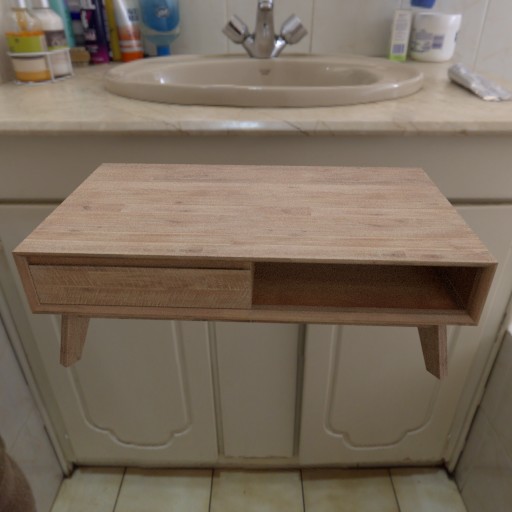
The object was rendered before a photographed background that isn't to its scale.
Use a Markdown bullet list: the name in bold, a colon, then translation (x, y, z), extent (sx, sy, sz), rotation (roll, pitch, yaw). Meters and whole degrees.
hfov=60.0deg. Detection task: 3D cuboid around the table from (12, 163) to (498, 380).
- **table**: translation (0.000, 0.000, 1.996), extent (1.619, 0.531, 0.918), rotation (1, 31, 2)
